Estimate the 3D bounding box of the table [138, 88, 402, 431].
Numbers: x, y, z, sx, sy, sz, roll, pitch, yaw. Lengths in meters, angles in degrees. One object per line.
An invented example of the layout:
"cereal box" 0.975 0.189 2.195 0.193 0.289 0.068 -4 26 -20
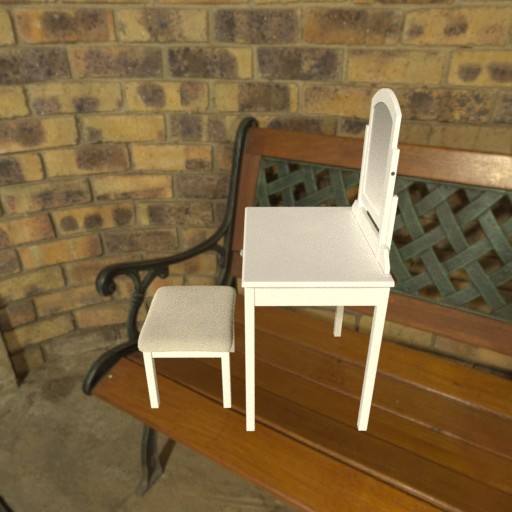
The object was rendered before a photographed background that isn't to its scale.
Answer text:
"table" 0.000 0.000 2.296 1.211 1.631 0.876 0 28 0
